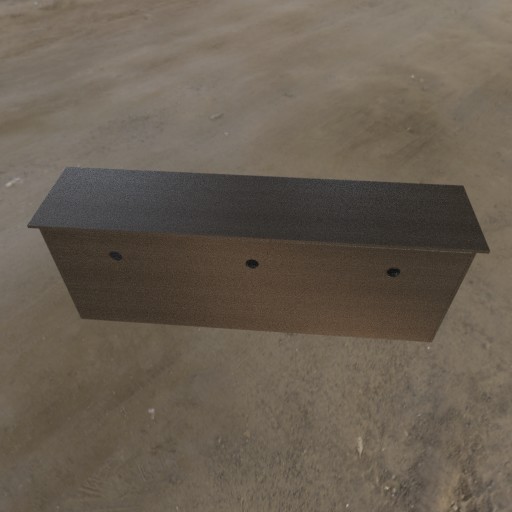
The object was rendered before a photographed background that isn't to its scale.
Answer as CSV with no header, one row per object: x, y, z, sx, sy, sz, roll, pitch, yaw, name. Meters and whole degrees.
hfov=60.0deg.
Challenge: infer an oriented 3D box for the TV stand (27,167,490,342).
0.000,0.000,2.055,1.778,0.610,0.406,3,46,3,TV stand
